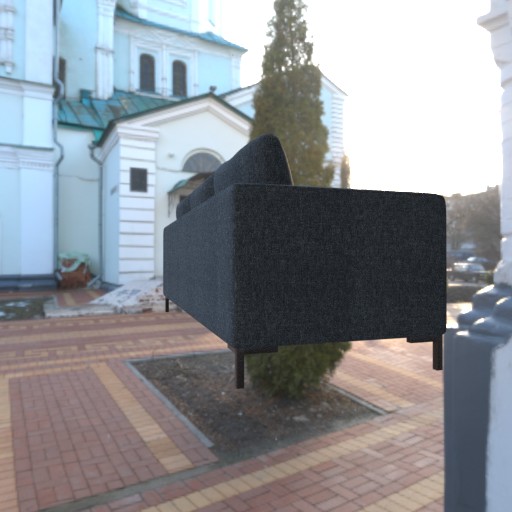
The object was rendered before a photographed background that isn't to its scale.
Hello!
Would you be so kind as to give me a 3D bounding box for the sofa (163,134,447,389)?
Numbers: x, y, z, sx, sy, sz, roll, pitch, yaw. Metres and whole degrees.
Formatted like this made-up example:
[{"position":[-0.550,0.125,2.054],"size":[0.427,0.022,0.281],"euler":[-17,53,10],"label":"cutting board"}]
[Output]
[{"position":[0.000,0.000,2.594],"size":[0.859,0.874,2.218],"euler":[0,0,-18],"label":"sofa"}]
